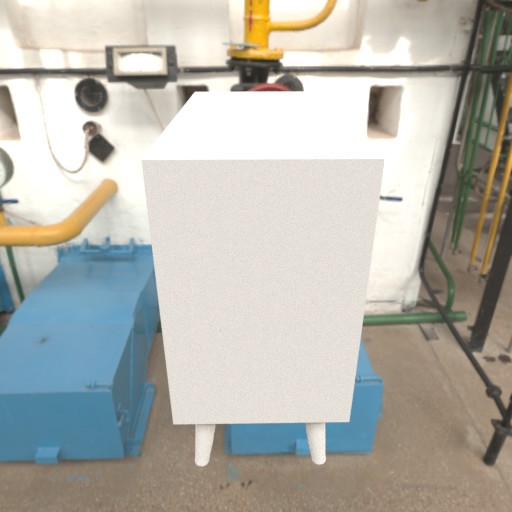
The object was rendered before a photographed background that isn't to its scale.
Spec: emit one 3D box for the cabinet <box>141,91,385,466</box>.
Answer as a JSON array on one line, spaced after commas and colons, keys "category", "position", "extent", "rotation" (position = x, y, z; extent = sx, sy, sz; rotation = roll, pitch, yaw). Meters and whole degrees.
[{"category": "cabinet", "position": [0.000, 0.000, 1.229], "extent": [0.398, 0.761, 0.800], "rotation": [0, 27, -1]}]
